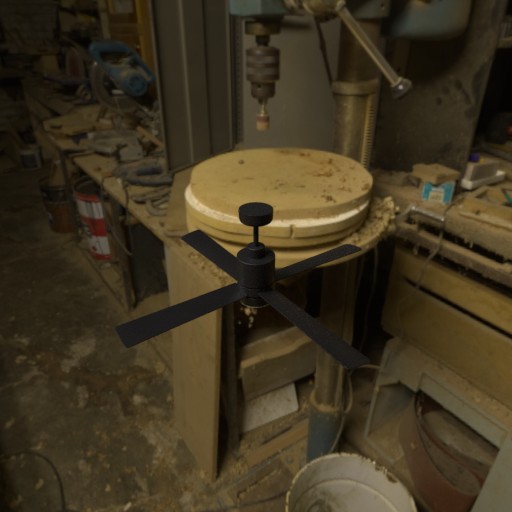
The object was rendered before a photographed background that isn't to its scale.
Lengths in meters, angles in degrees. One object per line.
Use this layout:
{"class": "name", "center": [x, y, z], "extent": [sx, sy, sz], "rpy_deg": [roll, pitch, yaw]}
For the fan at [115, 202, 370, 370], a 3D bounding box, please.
{"class": "fan", "center": [0.000, 0.000, 2.315], "extent": [1.525, 0.534, 1.525], "rpy_deg": [-19, 35, -30]}
